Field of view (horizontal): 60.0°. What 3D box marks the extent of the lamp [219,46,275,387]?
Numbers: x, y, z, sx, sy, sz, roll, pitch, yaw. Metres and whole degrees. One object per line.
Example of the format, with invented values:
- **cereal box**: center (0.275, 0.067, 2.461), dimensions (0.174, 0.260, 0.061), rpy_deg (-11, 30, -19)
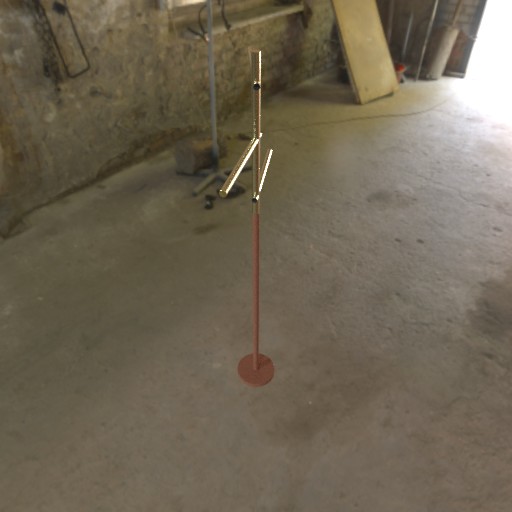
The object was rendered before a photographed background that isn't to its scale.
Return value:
- **lamp**: center (0.000, 0.000, 1.951), dimensions (0.209, 1.704, 0.737), rpy_deg (1, 41, 1)
